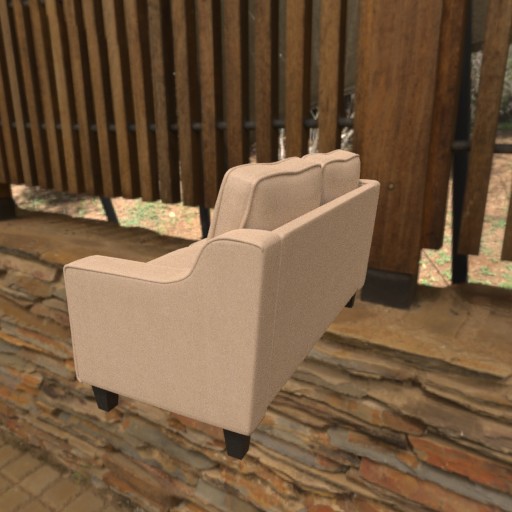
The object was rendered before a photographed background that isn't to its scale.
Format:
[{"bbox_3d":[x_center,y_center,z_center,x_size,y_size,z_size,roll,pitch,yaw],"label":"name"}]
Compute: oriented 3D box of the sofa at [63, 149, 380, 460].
[{"bbox_3d":[0.000,0.000,3.473,1.351,1.562,2.587,8,18,25],"label":"sofa"}]
